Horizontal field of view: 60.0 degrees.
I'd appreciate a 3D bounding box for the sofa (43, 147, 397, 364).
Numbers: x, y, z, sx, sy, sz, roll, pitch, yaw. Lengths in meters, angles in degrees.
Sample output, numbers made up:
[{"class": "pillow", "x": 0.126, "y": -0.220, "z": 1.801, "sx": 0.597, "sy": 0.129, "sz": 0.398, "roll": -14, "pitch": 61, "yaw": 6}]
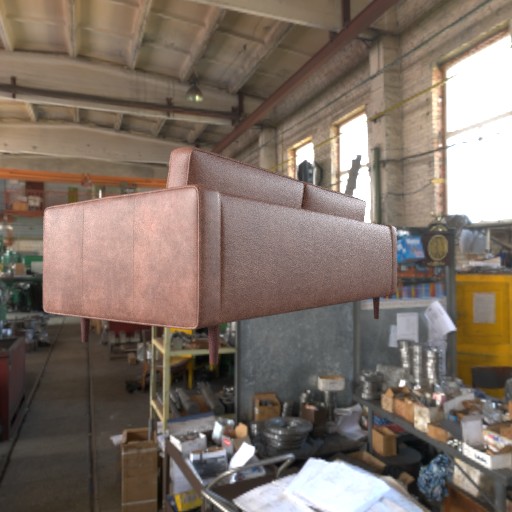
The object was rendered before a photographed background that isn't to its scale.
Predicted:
[{"class": "sofa", "x": 0.000, "y": 0.000, "z": 2.338, "sx": 0.910, "sy": 0.760, "sz": 1.870, "roll": -1, "pitch": -1, "yaw": 36}]
